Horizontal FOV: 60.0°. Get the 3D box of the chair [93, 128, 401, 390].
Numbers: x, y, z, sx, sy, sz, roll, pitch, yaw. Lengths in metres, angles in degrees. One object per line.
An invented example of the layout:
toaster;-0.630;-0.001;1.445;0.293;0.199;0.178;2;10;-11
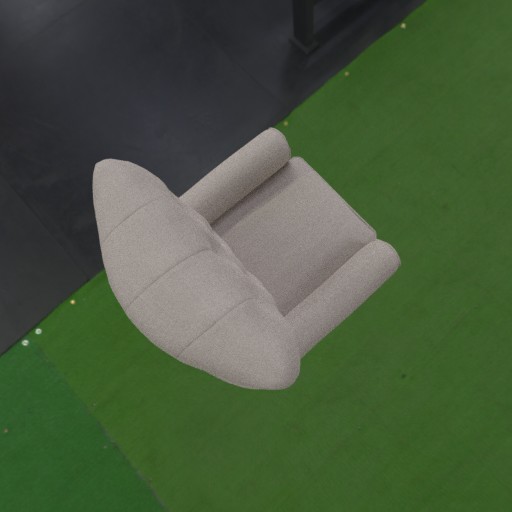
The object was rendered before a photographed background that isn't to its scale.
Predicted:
chair;0.000;0.000;1.934;1.025;1.209;0.942;-39;79;-10
